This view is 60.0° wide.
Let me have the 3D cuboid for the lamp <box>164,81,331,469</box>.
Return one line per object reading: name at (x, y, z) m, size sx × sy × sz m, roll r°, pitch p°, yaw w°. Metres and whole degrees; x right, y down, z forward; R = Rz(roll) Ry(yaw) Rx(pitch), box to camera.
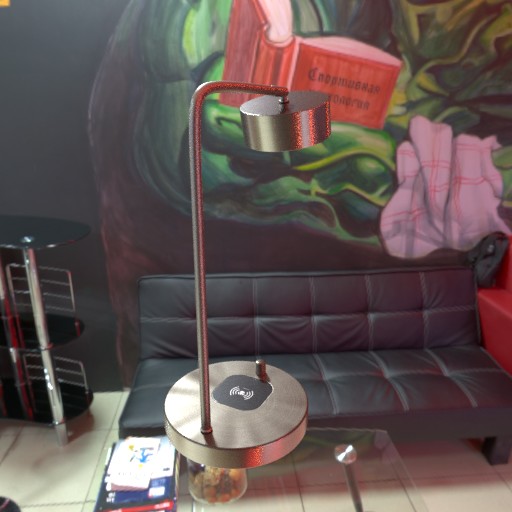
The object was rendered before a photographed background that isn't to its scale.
lamp at (0.000, 0.000, 0.644) m, size 0.211 × 0.469 × 0.334 m, roll 9°, pitch 20°, yaw 26°
